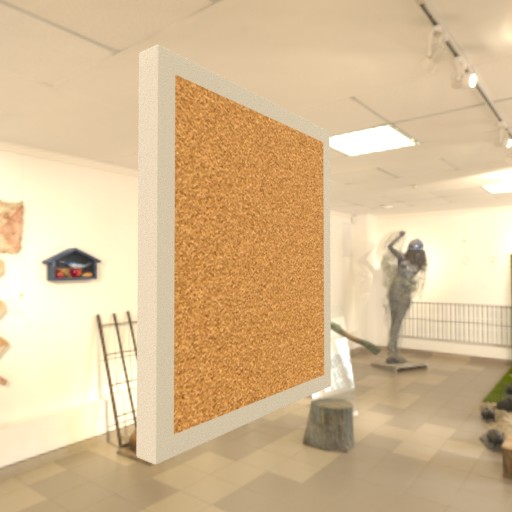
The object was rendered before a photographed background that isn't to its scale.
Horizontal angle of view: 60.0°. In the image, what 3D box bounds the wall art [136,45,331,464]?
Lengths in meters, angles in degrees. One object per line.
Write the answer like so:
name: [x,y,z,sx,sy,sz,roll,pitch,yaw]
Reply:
wall art: [0.000,0.000,0.539,0.028,0.381,0.331,-1,-2,37]
